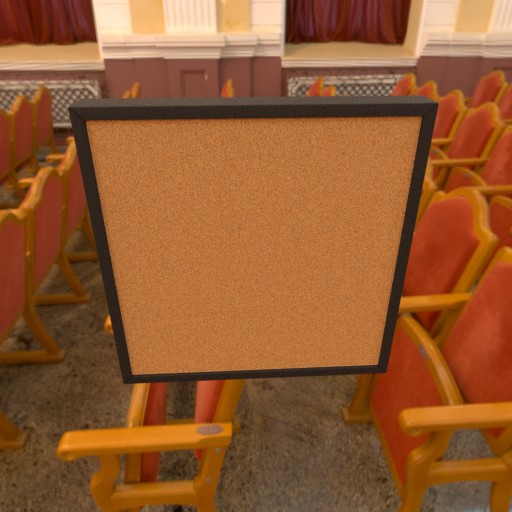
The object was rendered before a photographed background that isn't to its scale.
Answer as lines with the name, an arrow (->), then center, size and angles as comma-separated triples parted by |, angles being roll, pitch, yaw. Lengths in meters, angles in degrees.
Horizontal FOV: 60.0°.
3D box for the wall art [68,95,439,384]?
wall art -> 0.000, 0.000, 0.453 | 0.305, 0.305, 0.037 | -2, 29, -3
